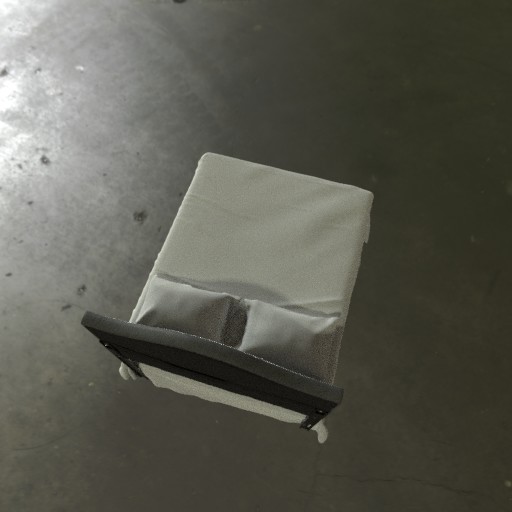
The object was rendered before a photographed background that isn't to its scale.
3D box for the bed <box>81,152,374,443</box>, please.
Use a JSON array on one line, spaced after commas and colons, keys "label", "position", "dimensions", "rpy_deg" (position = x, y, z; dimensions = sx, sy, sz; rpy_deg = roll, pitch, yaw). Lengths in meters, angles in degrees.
[{"label": "bed", "position": [0.000, 0.000, 3.525], "dimensions": [1.876, 1.645, 2.221], "rpy_deg": [15, 64, 7]}]
